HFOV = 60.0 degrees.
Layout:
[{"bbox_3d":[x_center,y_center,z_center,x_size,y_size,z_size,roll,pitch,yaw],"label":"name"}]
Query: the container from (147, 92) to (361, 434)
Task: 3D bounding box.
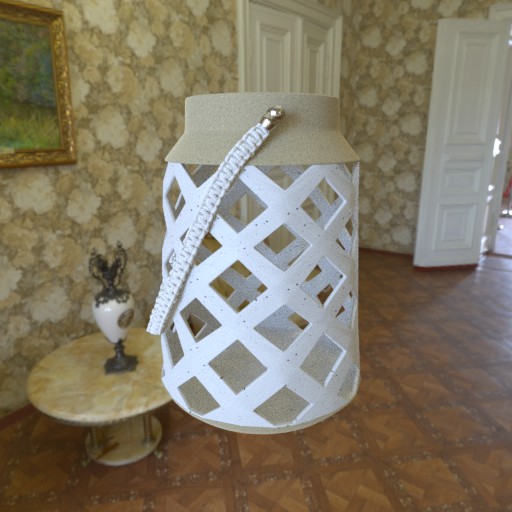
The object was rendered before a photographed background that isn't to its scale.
[{"bbox_3d":[0.000,0.000,0.343,0.172,0.229,0.163,-3,15,-10],"label":"container"}]
